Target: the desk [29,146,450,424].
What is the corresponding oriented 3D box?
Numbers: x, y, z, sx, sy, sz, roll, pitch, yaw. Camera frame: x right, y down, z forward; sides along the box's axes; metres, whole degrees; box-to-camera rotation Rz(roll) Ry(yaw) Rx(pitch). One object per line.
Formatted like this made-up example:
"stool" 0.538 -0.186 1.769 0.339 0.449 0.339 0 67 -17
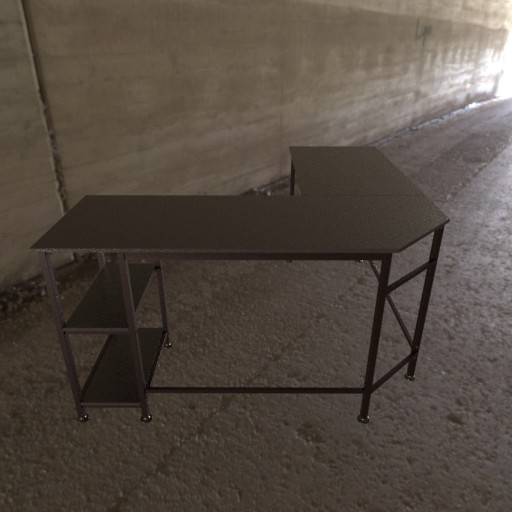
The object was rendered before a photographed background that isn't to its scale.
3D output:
"desk" 0.000 0.000 2.130 1.379 0.739 1.379 0 27 0
